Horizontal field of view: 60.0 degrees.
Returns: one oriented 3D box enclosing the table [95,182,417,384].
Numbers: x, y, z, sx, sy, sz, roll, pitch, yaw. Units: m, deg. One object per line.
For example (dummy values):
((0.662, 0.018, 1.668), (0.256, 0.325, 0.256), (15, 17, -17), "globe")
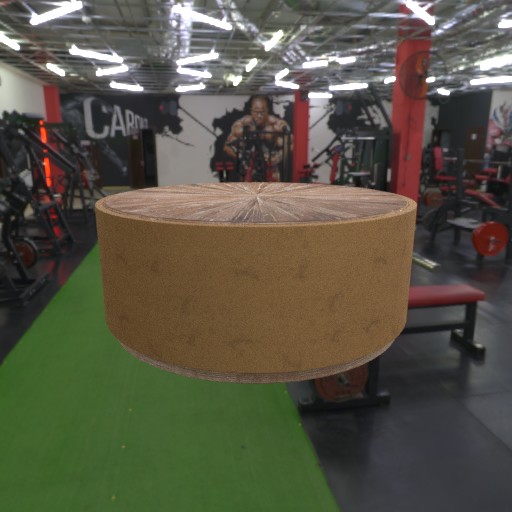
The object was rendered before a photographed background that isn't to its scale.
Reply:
((0.000, 0.000, 1.510), (1.001, 0.409, 1.001), (0, 15, 0), "table")
